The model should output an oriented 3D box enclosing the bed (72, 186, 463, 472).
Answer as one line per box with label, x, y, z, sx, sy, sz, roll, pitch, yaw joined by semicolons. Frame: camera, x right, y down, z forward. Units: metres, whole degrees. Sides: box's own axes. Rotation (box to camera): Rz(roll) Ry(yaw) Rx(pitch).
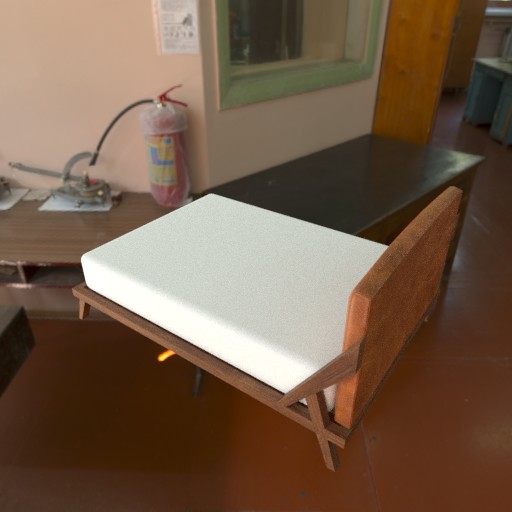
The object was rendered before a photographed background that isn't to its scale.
bed;0.000;0.000;3.263;2.311;1.168;1.651;20;36;30
